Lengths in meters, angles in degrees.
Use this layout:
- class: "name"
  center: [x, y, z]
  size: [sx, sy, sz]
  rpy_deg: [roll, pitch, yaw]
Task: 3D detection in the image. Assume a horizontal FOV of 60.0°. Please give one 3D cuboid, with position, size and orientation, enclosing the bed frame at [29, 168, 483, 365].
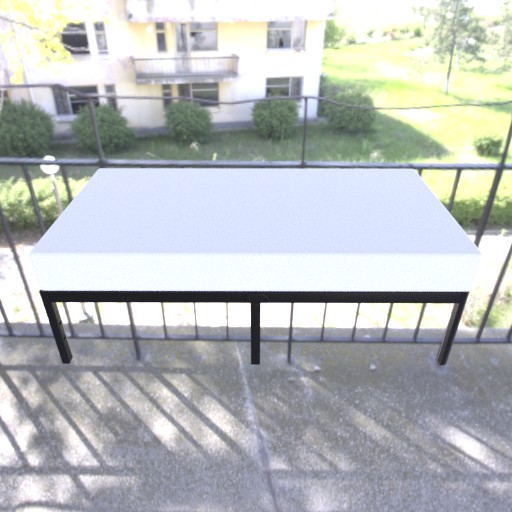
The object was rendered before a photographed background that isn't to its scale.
- class: "bed frame"
  center: [0.000, 0.000, 2.476]
  size: [1.950, 0.659, 1.023]
  rpy_deg: [0, 32, 0]
